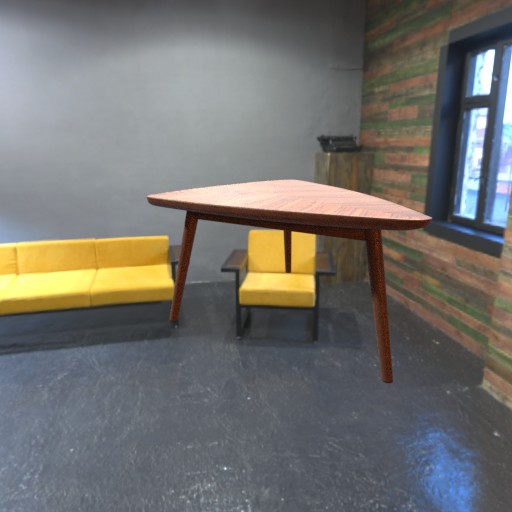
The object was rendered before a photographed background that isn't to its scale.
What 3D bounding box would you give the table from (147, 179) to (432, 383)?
[{"bbox_3d":[0.000,0.000,1.295,0.601,0.365,1.008,-3,14,-10],"label":"table"}]
